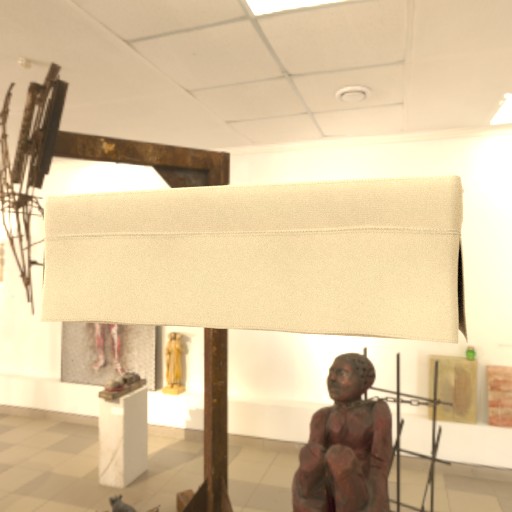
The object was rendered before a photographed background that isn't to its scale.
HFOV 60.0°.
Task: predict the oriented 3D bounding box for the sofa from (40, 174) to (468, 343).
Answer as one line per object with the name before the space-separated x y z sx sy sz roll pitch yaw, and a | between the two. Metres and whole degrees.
sofa | 0.000 0.000 2.028 1.677 0.552 0.939 0 0 17
